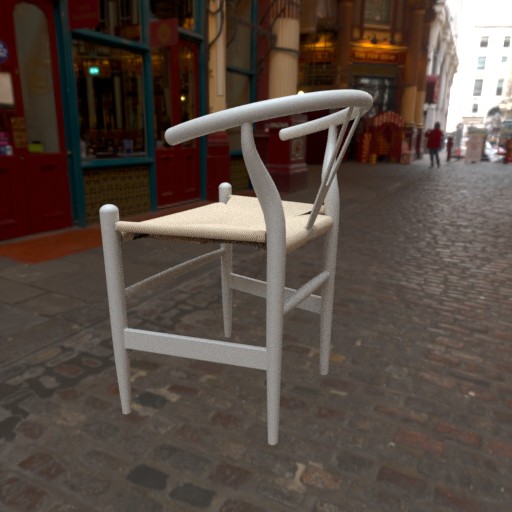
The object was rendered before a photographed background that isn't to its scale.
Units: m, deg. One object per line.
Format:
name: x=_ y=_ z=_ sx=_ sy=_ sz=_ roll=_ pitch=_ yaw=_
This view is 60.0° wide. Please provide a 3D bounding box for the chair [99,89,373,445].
chair: x=0.000 y=0.000 z=1.078 sx=0.500 sy=0.736 sz=0.533 roll=8 pitch=18 yaw=27
